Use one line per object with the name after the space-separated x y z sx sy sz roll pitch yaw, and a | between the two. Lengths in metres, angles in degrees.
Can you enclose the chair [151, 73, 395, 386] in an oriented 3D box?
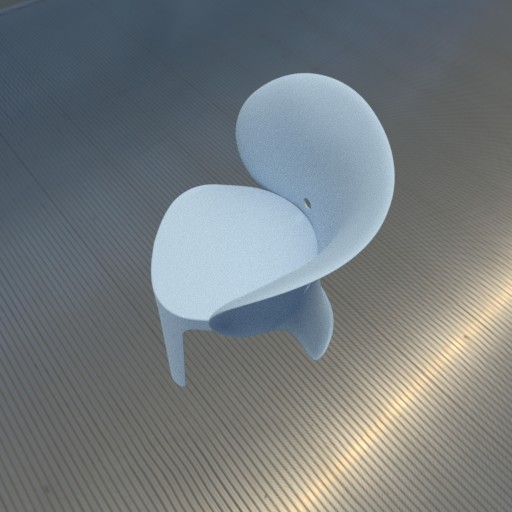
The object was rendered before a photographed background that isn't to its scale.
0.000 0.000 0.880 0.402 0.554 0.451 3 57 2 | chair
